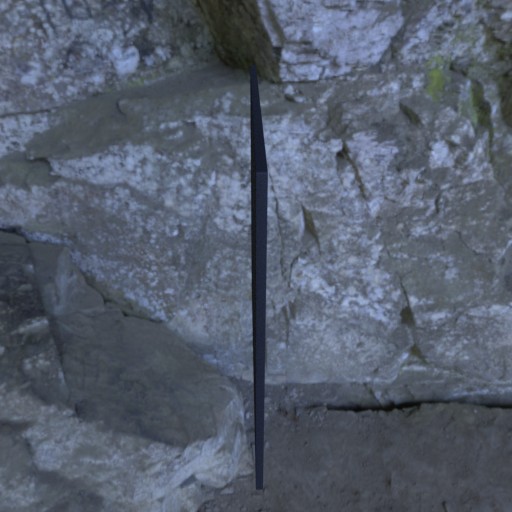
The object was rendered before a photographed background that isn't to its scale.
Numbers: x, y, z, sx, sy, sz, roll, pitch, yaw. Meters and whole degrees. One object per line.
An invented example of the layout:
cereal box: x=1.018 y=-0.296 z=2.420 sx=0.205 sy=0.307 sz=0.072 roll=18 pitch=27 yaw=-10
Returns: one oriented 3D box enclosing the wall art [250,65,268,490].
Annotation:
wall art: x=0.000 y=0.000 z=0.816 sx=0.012 sy=0.558 sz=0.562 roll=-1 pitch=33 yaw=-1
